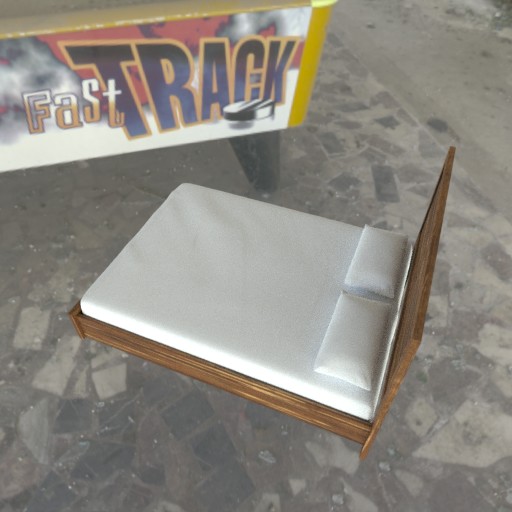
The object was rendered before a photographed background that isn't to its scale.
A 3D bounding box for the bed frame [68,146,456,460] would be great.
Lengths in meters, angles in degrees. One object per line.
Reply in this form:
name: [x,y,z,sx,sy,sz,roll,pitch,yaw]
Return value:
bed frame: [0.000,0.000,3.300,2.276,1.417,1.696,16,48,15]
